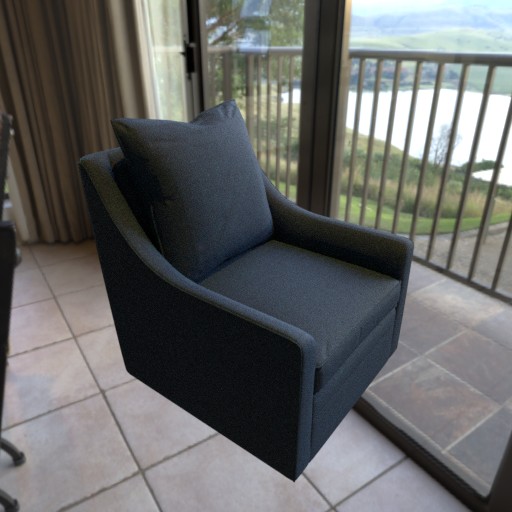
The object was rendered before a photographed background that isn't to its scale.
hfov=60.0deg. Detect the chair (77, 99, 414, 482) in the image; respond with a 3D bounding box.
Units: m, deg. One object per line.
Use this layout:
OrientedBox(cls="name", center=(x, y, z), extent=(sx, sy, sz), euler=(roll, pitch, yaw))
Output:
OrientedBox(cls="chair", center=(0.000, 0.000, 1.555), extent=(0.870, 0.939, 0.750), euler=(19, 32, 33))
